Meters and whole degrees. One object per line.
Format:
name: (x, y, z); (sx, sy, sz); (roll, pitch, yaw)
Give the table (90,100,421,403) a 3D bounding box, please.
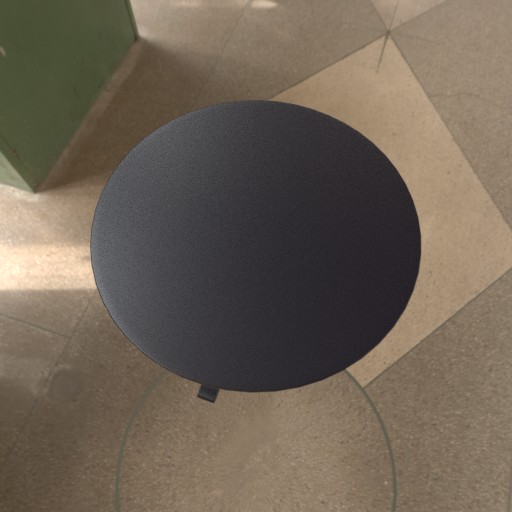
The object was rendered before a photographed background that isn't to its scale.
table: (0.000, 0.000, 1.606); (1.029, 0.491, 1.029); (0, 64, 0)
